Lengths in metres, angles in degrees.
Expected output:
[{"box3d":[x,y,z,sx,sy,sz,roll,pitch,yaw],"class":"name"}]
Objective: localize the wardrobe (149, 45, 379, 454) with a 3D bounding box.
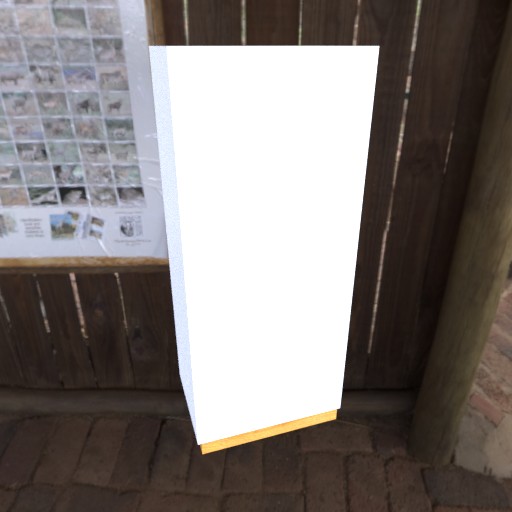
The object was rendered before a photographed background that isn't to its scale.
[{"box3d":[0.000,0.000,2.382,0.860,2.040,0.600,-8,27,-16],"class":"wardrobe"}]
